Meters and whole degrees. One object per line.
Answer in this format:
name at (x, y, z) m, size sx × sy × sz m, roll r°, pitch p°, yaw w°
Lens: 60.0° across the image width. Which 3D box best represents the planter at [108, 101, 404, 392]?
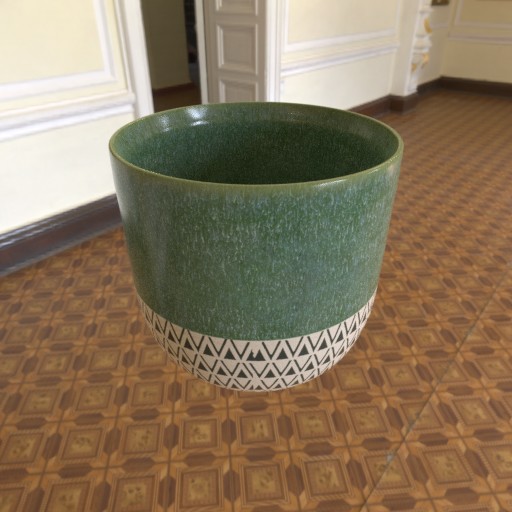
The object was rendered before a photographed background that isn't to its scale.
planter at (0.000, 0.000, 0.483) m, size 0.266 × 0.270 × 0.266 m, roll 0°, pitch 31°, yaw 0°
